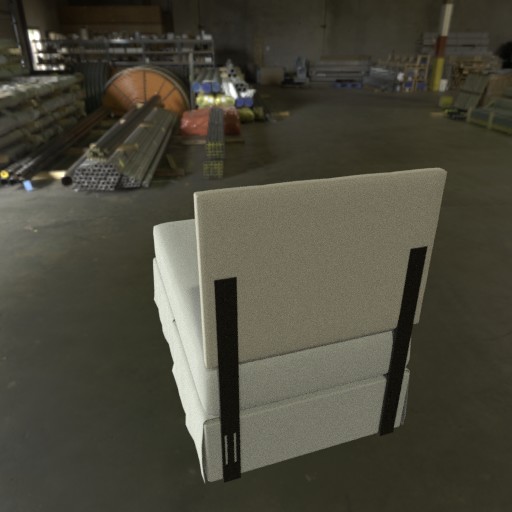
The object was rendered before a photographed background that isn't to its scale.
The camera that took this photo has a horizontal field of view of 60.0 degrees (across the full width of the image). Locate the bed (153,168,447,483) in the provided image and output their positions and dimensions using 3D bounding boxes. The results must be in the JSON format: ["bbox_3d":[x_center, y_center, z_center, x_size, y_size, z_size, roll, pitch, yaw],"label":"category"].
[{"bbox_3d":[0.000,0.000,2.967,1.261,1.571,1.997,-8,27,-17],"label":"bed"}]
